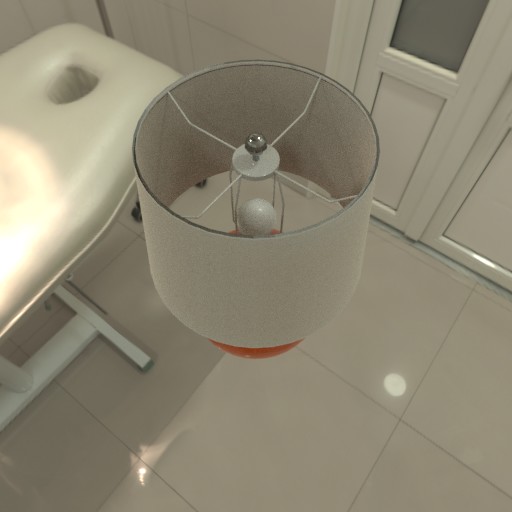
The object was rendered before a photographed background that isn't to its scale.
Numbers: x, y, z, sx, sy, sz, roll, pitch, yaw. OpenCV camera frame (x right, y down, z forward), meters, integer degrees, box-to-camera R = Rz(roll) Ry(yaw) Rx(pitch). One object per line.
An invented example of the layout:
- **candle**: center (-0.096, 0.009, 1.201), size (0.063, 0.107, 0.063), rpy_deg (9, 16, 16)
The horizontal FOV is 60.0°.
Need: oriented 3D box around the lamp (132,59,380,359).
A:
- **lamp**: center (0.000, 0.000, 0.535), size (0.247, 0.387, 0.247), rpy_deg (0, 59, 0)
